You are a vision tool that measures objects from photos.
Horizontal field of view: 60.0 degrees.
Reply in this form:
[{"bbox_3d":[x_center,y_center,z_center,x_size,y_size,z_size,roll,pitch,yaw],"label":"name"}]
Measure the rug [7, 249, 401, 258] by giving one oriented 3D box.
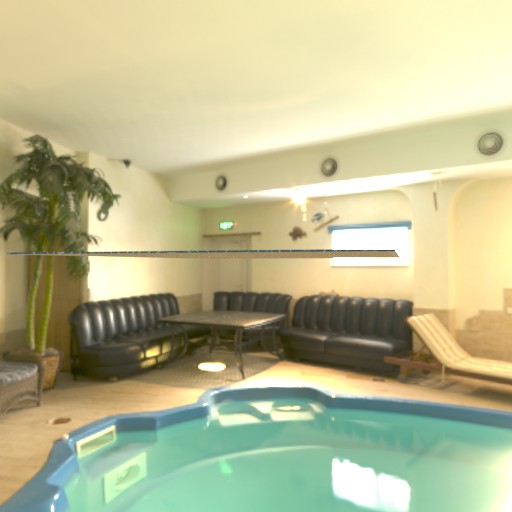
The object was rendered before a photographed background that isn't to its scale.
[{"bbox_3d":[0.000,0.000,3.955,2.432,0.012,3.033,0,-1,19],"label":"rug"}]
